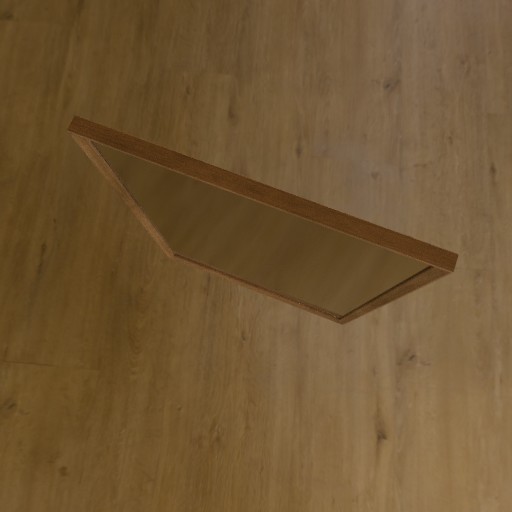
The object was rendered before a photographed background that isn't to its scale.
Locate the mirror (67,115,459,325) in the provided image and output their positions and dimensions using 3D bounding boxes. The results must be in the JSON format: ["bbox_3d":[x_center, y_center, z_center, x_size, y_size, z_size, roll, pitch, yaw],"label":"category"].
[{"bbox_3d":[0.000,0.000,1.310,0.762,1.016,0.041,21,77,5],"label":"mirror"}]
